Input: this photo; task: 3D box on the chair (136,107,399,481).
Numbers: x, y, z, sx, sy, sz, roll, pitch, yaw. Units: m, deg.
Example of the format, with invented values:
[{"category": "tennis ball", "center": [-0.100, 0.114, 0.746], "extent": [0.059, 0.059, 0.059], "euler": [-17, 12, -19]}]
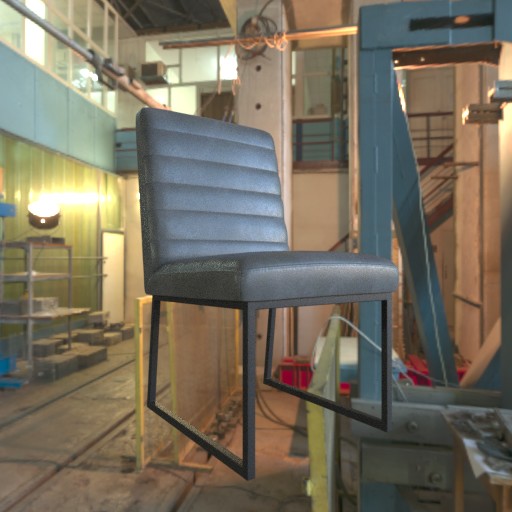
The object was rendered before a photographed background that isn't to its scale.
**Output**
[{"category": "chair", "center": [0.000, 0.000, 1.290], "extent": [0.520, 0.930, 0.634], "euler": [0, 0, -35]}]
